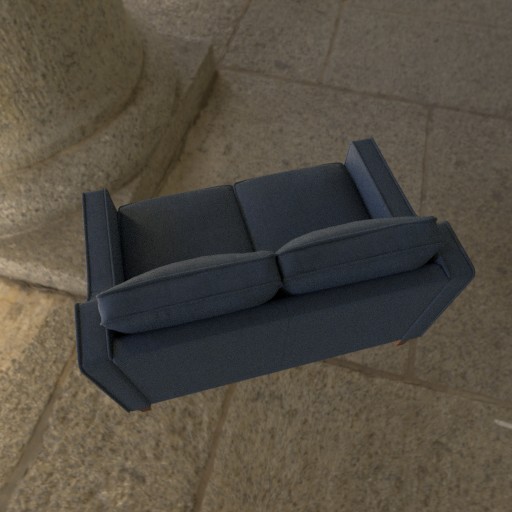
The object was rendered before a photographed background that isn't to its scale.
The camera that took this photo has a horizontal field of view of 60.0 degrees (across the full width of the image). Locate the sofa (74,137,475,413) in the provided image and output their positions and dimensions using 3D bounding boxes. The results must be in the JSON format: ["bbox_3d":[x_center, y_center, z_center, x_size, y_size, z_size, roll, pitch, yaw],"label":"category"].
[{"bbox_3d":[0.000,0.000,2.134,1.501,0.971,0.987,-12,59,-8],"label":"sofa"}]
